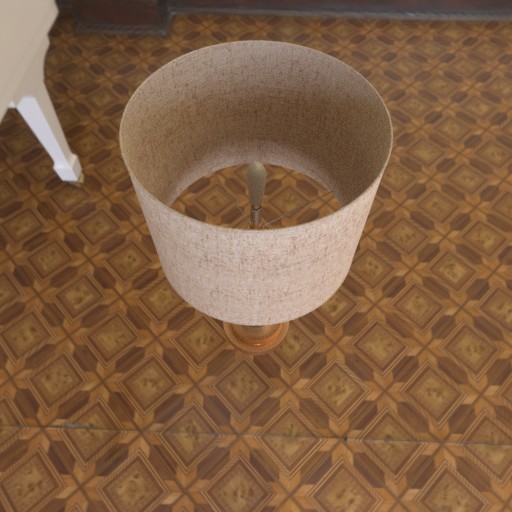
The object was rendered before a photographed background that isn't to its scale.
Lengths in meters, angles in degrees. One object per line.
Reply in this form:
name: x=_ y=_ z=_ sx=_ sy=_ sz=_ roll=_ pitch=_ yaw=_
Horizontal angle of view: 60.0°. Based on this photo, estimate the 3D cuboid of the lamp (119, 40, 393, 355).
lamp: x=0.000 y=0.000 z=0.785 sx=0.321 sy=0.610 sz=0.321 roll=13 pitch=59 yaw=8
